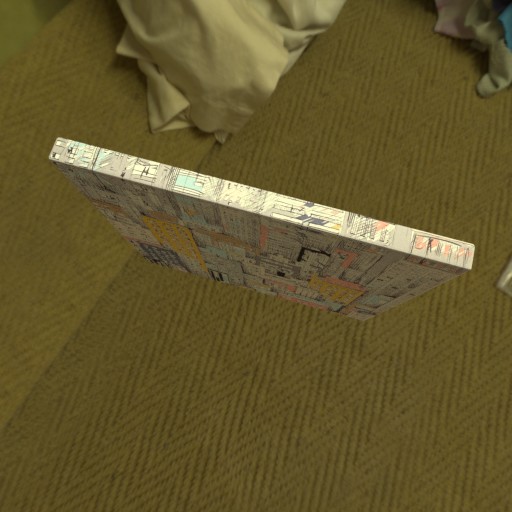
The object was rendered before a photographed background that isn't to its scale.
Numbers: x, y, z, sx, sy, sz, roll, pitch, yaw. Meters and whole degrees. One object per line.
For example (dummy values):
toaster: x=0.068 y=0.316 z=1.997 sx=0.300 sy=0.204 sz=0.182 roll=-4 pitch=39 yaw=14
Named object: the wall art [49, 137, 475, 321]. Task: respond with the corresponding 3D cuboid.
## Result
wall art: x=0.000 y=0.000 z=0.908 sx=0.607 sy=0.608 sz=0.038 roll=15 pitch=76 yaw=4
